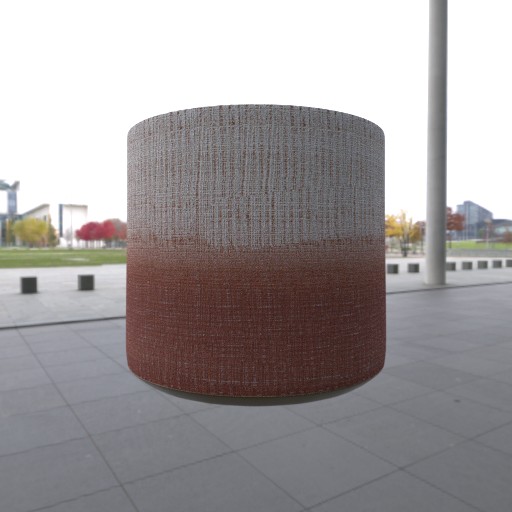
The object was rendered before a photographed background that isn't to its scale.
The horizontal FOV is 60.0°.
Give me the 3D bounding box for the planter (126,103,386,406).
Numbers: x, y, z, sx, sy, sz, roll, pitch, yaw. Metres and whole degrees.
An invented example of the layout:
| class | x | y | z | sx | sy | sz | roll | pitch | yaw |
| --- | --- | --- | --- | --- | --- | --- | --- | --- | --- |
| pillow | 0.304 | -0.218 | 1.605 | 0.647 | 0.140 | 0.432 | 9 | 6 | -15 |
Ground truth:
| class | x | y | z | sx | sy | sz | roll | pitch | yaw |
| --- | --- | --- | --- | --- | --- | --- | --- | --- | --- |
| planter | 0.000 | 0.000 | 0.390 | 0.221 | 0.201 | 0.221 | 0 | 2 | 0 |
